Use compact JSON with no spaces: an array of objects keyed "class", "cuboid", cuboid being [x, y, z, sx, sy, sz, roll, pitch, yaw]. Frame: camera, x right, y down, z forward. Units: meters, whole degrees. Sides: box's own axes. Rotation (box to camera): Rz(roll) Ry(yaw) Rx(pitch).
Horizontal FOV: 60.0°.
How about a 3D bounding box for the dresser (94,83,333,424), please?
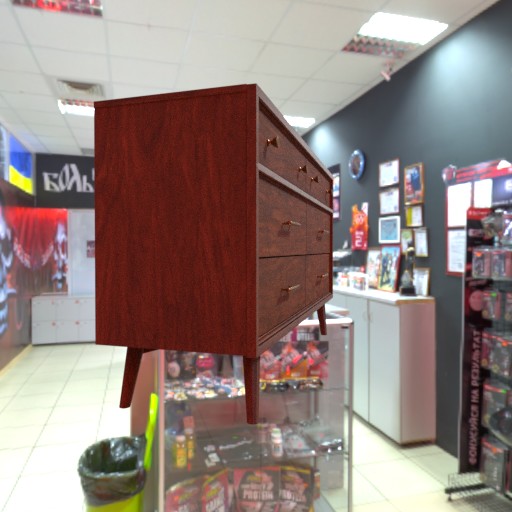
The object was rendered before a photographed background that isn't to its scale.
[{"class":"dresser","cuboid":[0.000,0.000,1.884,0.500,0.889,1.472,0,1,17]}]
